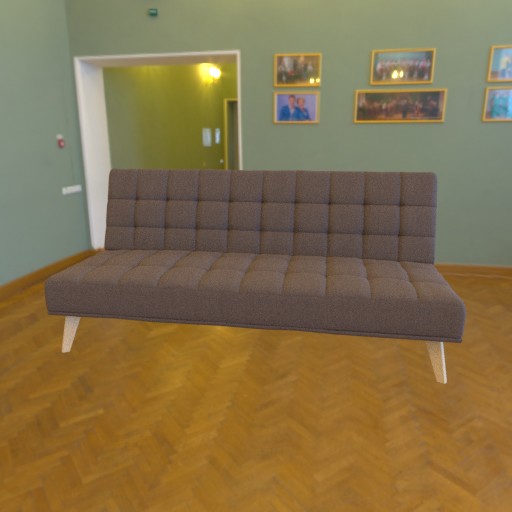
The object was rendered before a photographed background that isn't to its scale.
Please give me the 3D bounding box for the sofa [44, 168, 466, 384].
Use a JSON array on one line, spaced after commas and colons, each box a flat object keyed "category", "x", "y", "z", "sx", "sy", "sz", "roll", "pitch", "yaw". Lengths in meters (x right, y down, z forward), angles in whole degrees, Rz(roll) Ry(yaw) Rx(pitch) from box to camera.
[{"category": "sofa", "x": 0.000, "y": 0.000, "z": 2.221, "sx": 1.800, "sy": 0.810, "sz": 0.860, "roll": 2, "pitch": 15, "yaw": 9}]
